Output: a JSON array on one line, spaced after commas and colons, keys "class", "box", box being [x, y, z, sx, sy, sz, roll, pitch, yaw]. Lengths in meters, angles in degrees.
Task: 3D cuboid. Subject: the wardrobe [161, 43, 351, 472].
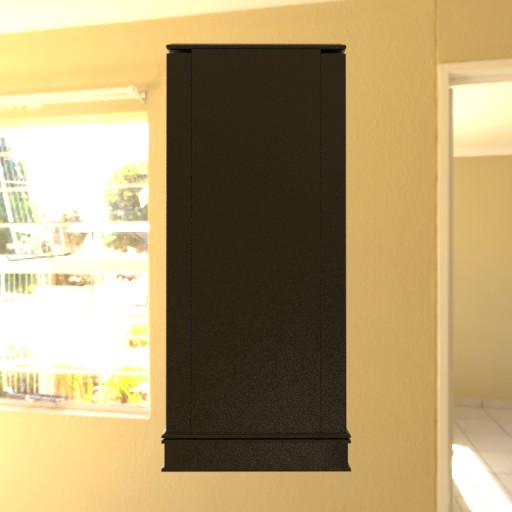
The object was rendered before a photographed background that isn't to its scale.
[{"class": "wardrobe", "box": [0.000, 0.000, 1.186, 0.444, 1.011, 0.295, 0, 0, 0]}]
